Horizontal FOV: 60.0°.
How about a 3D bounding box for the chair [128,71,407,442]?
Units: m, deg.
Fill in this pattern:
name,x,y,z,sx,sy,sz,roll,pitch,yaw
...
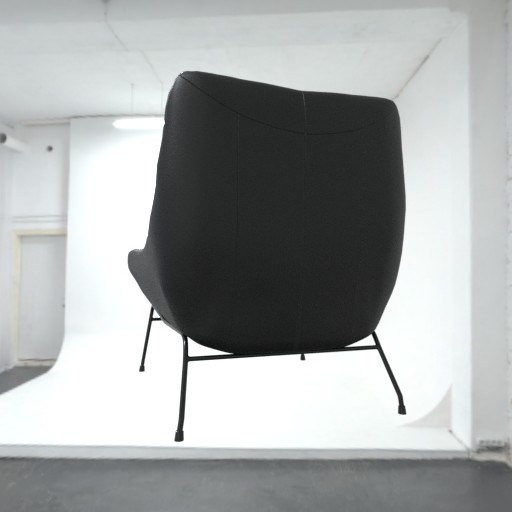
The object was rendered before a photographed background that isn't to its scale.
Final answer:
name,x,y,z,sx,sy,sz,roll,pitch,yaw
chair,0.000,0.000,1.547,0.836,0.922,0.826,1,-2,-18
